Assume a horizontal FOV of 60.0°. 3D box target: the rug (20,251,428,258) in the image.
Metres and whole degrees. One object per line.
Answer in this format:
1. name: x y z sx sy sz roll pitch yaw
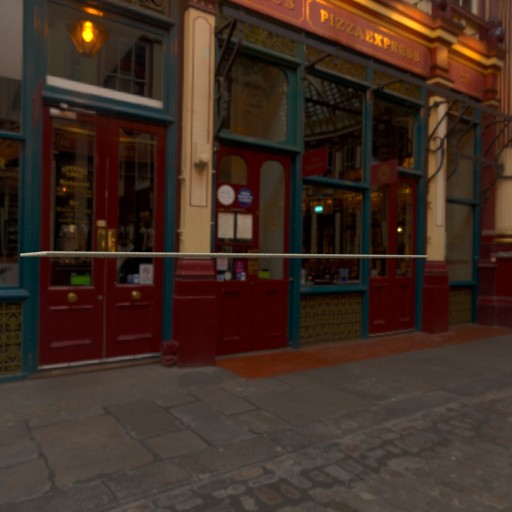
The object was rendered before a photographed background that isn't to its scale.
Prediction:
1. rug: 0.000 0.000 2.514 2.297 0.013 0.661 0 -1 -35
